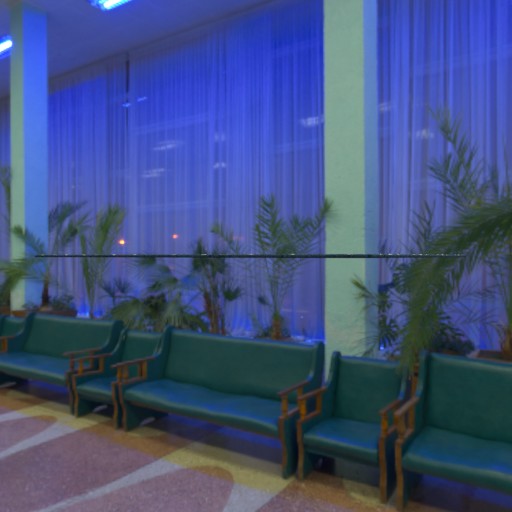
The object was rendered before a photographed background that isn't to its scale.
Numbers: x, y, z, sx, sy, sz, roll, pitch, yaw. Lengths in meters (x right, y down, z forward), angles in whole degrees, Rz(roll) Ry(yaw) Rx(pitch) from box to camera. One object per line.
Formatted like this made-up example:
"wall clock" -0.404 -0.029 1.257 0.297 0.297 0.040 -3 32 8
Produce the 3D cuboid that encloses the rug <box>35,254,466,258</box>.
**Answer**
"rug" 0.000 0.000 3.760 2.881 0.020 2.270 0 0 35
